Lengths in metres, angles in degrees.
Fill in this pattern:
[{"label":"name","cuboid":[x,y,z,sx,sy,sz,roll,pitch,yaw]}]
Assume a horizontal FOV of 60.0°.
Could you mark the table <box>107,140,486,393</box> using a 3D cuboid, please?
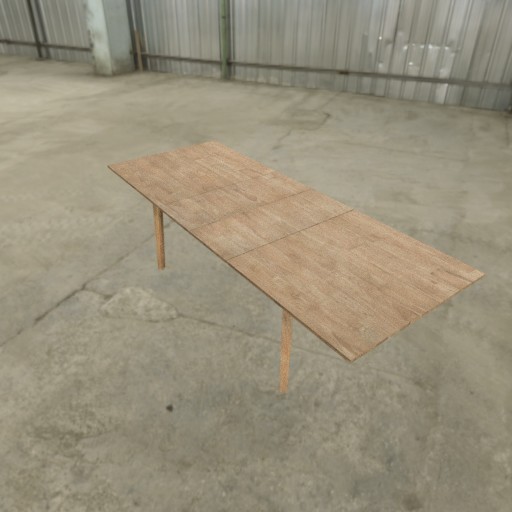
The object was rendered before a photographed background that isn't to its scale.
[{"label":"table","cuboid":[0.000,0.000,3.105,1.000,0.752,2.603,-22,39,-30]}]
